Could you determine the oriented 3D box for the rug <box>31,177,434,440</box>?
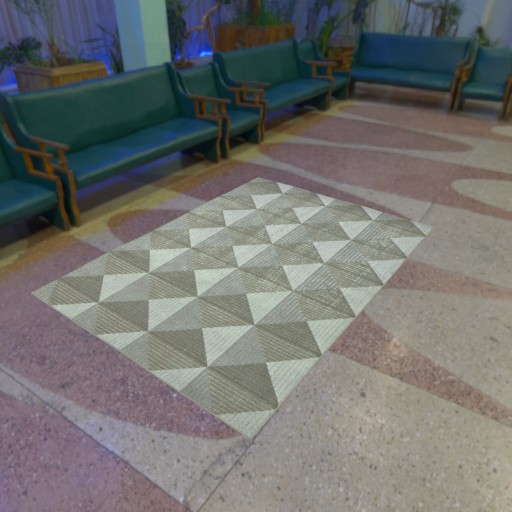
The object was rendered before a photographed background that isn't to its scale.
[{"bbox_3d":[0.000,0.000,4.385,2.428,0.027,3.333,22,38,31],"label":"rug"}]
